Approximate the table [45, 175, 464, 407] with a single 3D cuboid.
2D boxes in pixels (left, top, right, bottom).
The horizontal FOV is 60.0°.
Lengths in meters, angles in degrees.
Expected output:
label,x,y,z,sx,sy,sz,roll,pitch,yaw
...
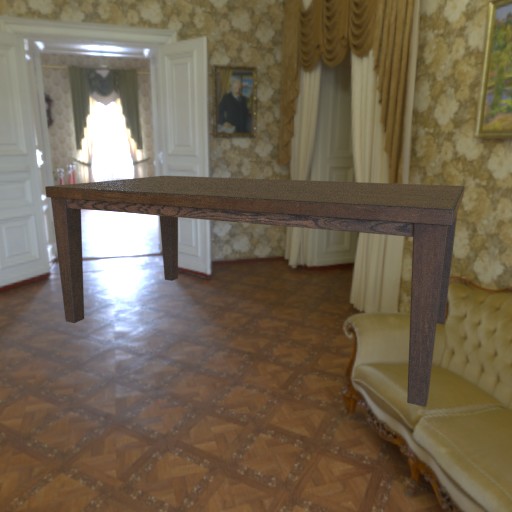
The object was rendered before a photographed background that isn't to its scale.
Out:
label,x,y,z,sx,sy,sz,roll,pitch,yaw
table,0.000,0.000,2.442,1.981,0.762,1.016,7,15,26
